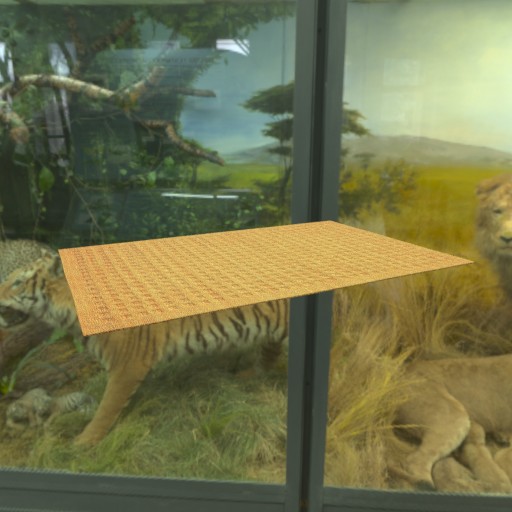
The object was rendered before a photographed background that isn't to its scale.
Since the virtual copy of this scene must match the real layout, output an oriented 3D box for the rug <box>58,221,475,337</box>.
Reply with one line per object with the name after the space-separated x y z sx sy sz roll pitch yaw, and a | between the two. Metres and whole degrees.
0.000 0.000 2.208 1.747 0.006 1.143 -8 17 -26 | rug
